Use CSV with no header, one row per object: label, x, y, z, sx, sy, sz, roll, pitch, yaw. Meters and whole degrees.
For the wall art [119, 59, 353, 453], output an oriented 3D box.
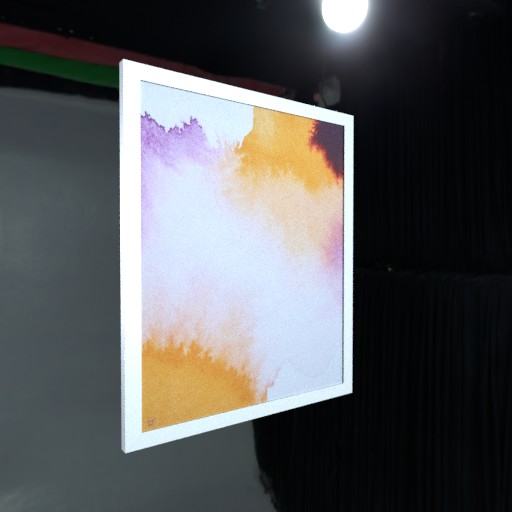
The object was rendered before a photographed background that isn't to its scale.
wall art,0.000,0.000,0.627,0.382,0.456,0.013,-1,1,-35
